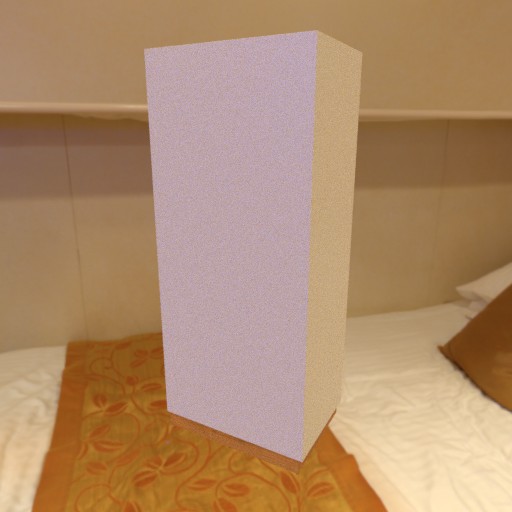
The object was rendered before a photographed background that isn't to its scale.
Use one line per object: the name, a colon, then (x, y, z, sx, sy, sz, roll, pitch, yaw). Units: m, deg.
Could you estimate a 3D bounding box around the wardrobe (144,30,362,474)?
wardrobe: (0.000, 0.000, 2.403, 0.860, 2.040, 0.600, 9, 18, 28)
